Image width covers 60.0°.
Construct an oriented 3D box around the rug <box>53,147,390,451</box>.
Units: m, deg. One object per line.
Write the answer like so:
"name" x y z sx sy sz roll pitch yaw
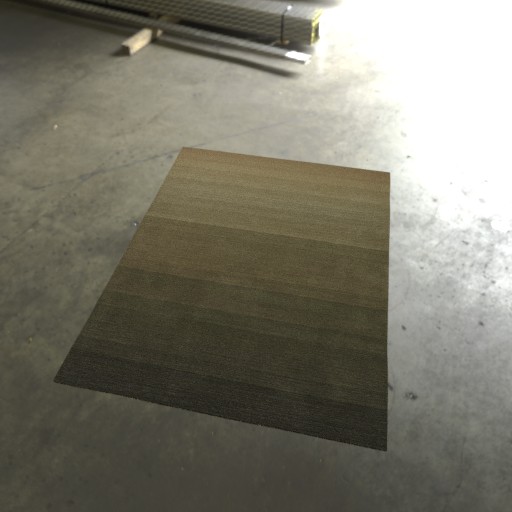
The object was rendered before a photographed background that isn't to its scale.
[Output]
"rug" 0.000 0.000 3.920 2.315 0.015 2.932 9 49 8
